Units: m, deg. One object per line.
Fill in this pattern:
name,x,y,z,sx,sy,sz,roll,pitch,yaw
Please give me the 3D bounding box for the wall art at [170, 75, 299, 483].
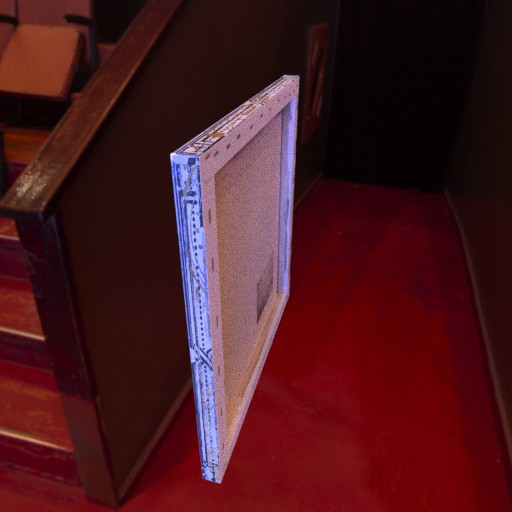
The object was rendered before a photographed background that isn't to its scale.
wall art,0.000,0.000,0.906,0.036,0.607,0.609,8,31,13
